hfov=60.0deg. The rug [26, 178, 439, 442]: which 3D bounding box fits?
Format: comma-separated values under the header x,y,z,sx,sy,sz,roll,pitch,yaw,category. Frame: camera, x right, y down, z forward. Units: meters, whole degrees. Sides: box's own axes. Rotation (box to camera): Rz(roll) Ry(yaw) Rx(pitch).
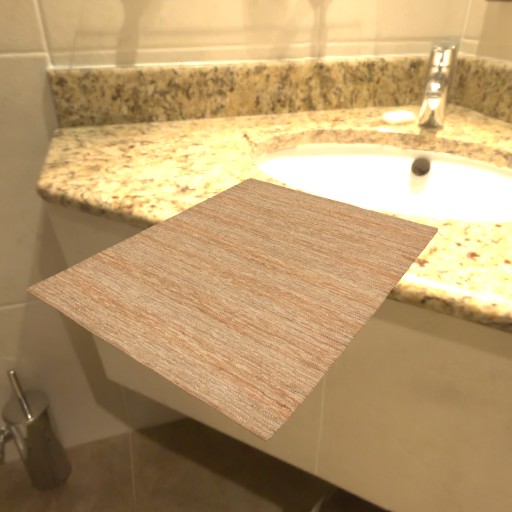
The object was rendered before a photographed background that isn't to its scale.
x,y,z,sx,sy,sz,roll,pitch,yaw,category
0.000,0.000,3.871,2.313,0.009,2.939,21,37,30,rug
